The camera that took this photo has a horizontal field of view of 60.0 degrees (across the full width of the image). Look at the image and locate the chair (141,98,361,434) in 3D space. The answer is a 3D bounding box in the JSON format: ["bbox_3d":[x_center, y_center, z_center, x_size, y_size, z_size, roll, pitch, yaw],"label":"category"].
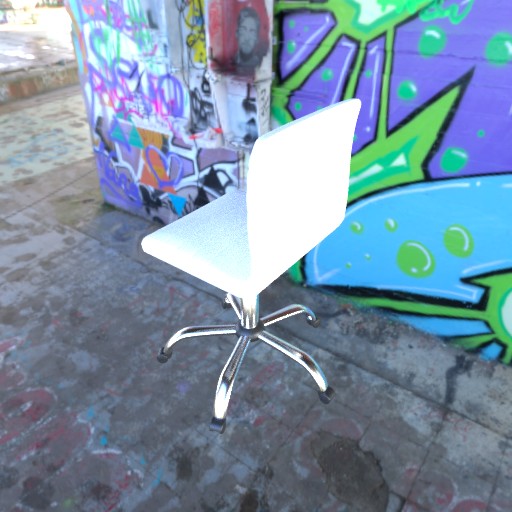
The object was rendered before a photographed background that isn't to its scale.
[{"bbox_3d":[0.000,0.000,1.167,0.530,0.780,0.556,21,38,30],"label":"chair"}]
